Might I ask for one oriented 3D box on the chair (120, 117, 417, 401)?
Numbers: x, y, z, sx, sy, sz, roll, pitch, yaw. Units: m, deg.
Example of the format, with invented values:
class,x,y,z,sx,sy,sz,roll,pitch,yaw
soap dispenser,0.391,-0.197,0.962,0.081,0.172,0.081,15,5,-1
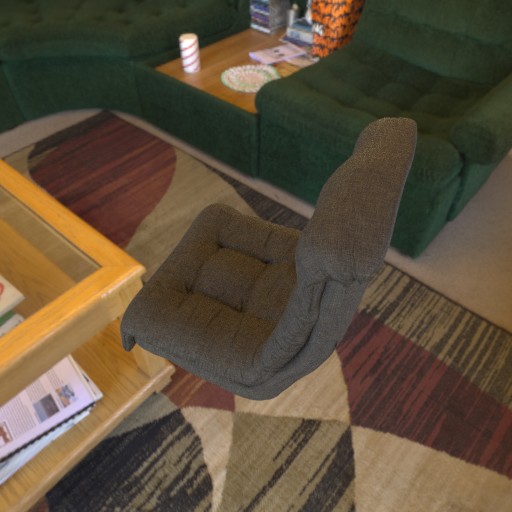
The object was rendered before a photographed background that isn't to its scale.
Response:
class,x,y,z,sx,sy,sz,roll,pitch,yaw
chair,0.000,0.000,1.245,0.668,0.749,0.597,17,50,15
